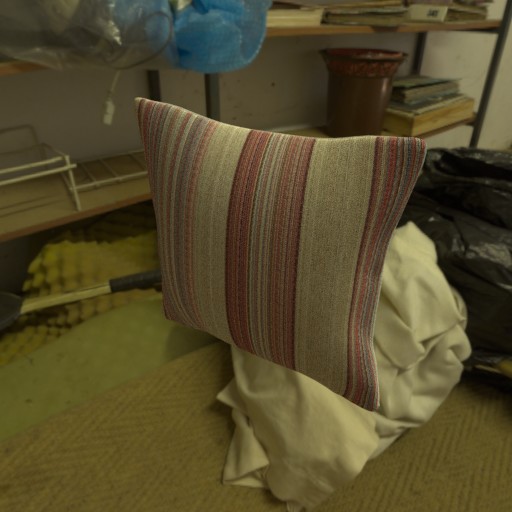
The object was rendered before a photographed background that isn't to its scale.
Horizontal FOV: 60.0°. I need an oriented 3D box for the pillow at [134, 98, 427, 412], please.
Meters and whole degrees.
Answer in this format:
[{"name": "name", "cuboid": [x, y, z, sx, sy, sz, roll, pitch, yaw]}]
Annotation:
[{"name": "pillow", "cuboid": [0.000, 0.000, 0.668, 0.437, 0.419, 0.136, 18, 35, 28]}]
